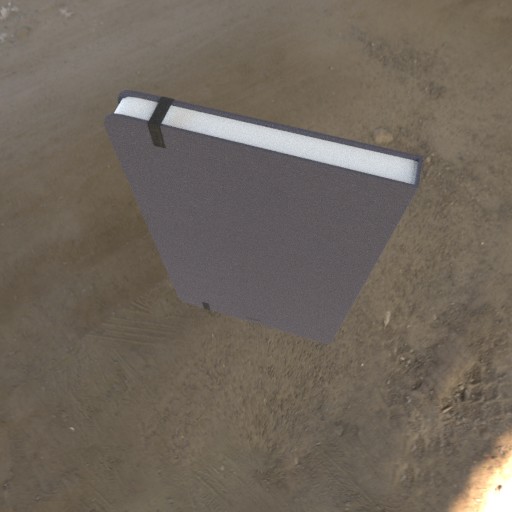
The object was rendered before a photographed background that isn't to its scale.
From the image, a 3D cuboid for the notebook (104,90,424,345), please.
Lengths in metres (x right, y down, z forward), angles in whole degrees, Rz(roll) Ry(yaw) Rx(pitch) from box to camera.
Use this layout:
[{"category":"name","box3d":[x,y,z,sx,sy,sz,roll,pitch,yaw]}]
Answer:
[{"category":"notebook","box3d":[0.000,0.000,0.266,0.127,0.213,0.016,15,65,7]}]
